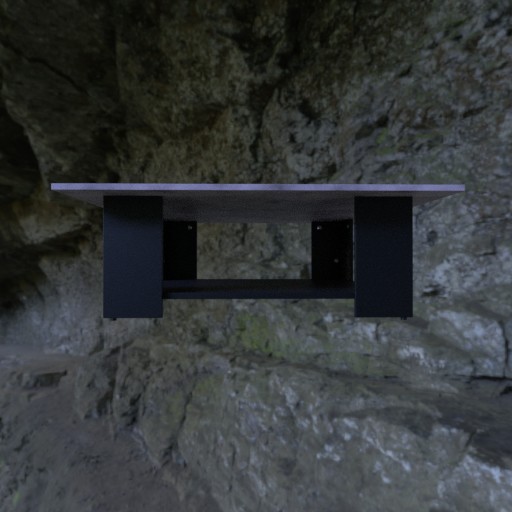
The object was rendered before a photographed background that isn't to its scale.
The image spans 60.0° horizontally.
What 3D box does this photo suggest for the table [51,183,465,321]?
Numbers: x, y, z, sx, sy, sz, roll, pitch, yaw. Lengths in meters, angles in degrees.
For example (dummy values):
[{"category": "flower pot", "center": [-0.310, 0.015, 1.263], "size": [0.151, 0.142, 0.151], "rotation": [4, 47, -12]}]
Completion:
[{"category": "table", "center": [0.000, 0.000, 1.397], "size": [0.890, 0.305, 0.890], "rotation": [0, 0, -1]}]
